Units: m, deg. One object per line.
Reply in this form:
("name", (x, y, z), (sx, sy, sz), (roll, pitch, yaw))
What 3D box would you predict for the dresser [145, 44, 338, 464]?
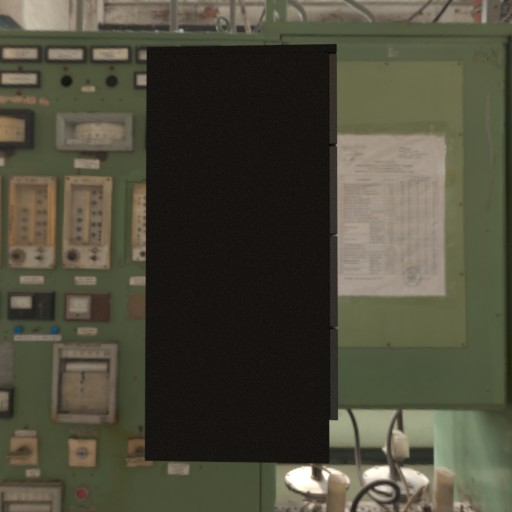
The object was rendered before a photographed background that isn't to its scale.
("dresser", (0.000, 0.000, 1.138), (0.360, 0.720, 0.750), (0, -1, 2))
